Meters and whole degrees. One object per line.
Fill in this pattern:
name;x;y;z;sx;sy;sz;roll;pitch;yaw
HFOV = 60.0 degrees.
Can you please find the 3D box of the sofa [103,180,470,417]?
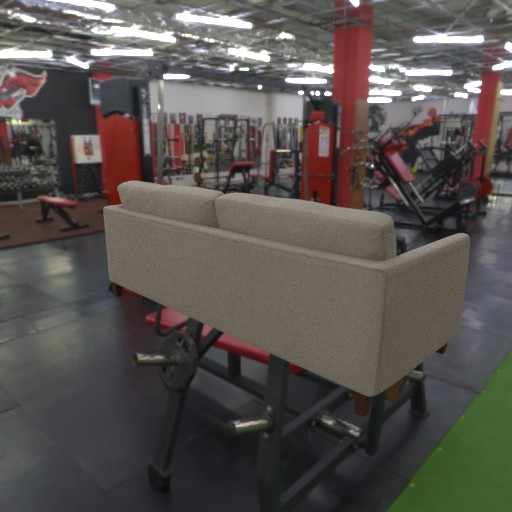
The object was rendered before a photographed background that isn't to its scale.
sofa;0.000;0.000;2.951;2.404;0.912;0.988;14;20;43
